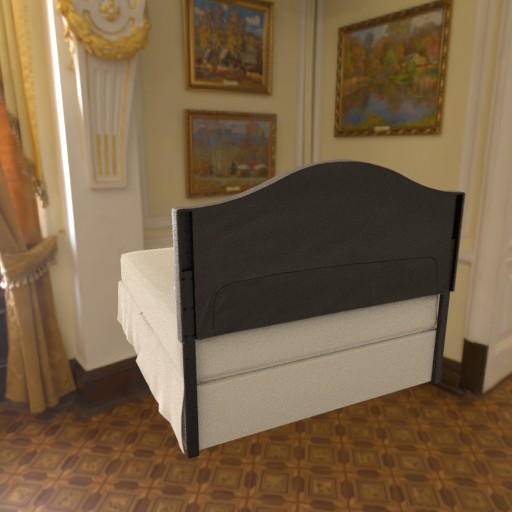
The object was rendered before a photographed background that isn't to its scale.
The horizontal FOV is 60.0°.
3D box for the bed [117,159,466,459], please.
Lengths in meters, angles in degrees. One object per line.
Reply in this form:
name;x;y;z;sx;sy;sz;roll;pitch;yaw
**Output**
bed;0.000;0.000;2.944;1.610;1.295;1.870;-6;15;-25
